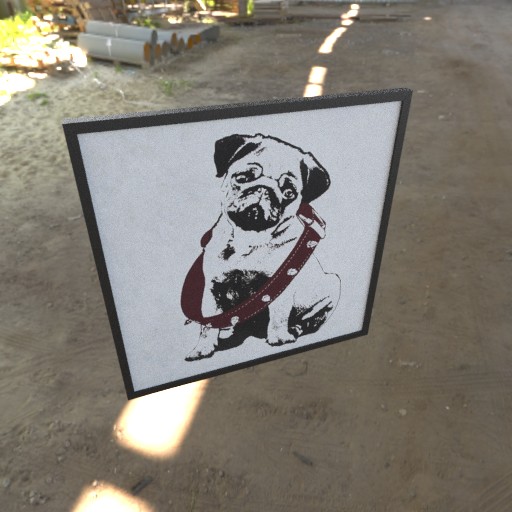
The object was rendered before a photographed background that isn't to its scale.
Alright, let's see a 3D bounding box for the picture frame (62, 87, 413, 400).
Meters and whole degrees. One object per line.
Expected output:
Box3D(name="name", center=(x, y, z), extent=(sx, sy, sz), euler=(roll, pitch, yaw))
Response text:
Box3D(name="picture frame", center=(0.000, 0.000, 1.154), extent=(0.775, 0.775, 0.032), euler=(-11, 35, -17))
